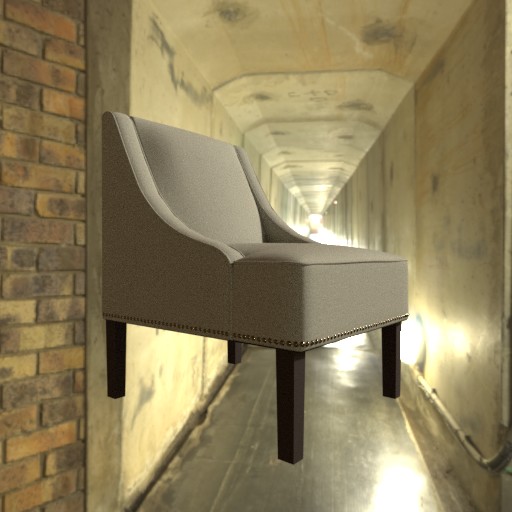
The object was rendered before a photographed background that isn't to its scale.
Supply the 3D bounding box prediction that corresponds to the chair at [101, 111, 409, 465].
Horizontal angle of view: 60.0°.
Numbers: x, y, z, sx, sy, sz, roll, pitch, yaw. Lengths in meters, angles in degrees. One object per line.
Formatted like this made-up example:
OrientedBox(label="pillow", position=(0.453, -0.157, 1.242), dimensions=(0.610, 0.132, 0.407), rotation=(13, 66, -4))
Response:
OrientedBox(label="chair", position=(0.000, 0.000, 1.340), dimensions=(0.737, 0.864, 0.610), rotation=(0, 0, 39))
